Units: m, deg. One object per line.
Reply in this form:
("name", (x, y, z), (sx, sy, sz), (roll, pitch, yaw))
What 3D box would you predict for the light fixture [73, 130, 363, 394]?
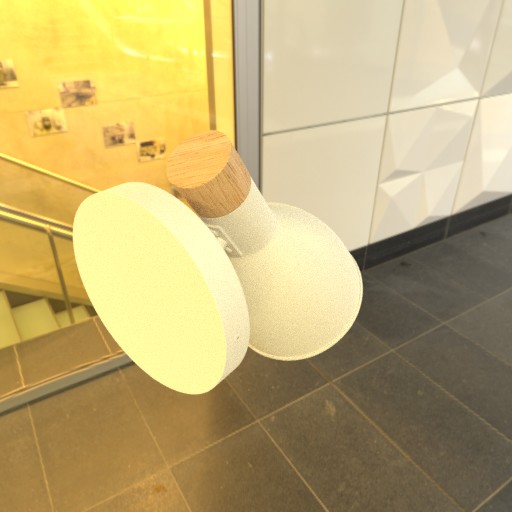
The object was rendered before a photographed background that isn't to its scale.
("light fixture", (0.000, 0.000, 0.328), (0.127, 0.199, 0.209), (22, 37, 32))
